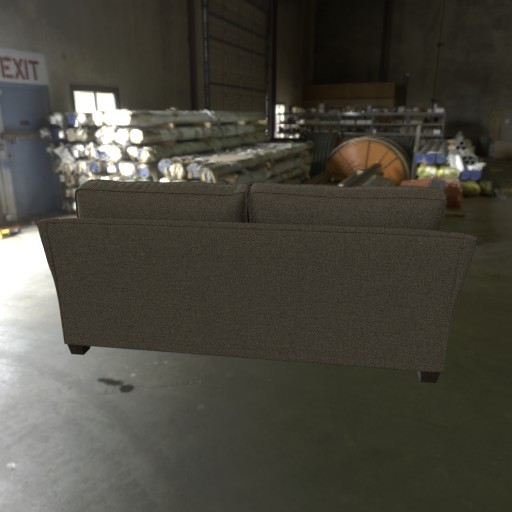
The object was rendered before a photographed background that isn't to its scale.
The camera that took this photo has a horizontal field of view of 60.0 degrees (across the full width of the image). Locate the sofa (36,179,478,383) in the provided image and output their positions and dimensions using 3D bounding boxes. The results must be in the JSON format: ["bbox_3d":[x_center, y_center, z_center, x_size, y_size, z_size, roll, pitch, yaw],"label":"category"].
[{"bbox_3d":[0.000,0.000,2.721,2.203,0.976,1.013,3,18,8],"label":"sofa"}]
